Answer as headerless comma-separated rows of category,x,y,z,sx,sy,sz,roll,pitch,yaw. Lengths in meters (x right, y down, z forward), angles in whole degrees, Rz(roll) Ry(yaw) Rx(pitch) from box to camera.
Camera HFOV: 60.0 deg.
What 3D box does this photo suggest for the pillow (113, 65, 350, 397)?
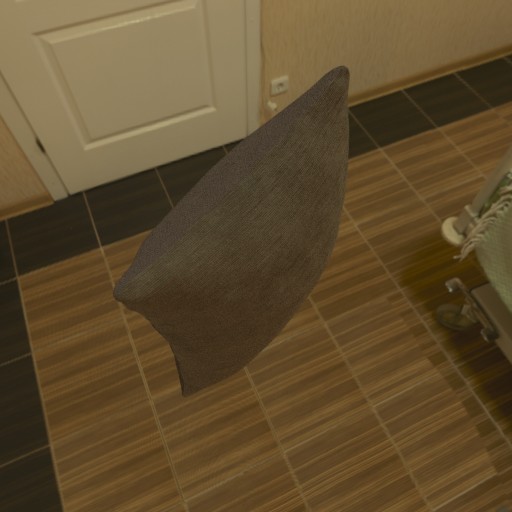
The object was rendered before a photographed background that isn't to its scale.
pillow,0.000,0.000,0.708,0.204,0.439,0.452,32,64,18
